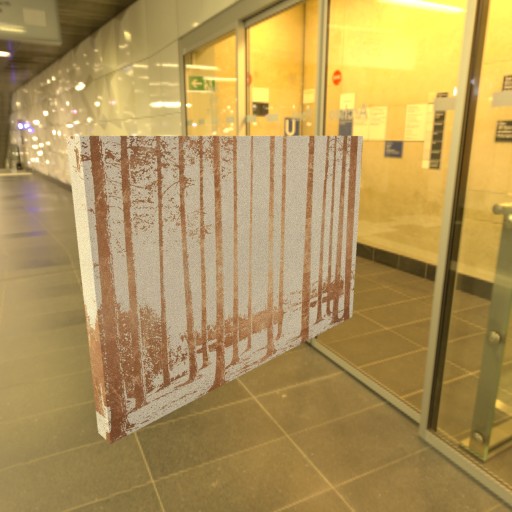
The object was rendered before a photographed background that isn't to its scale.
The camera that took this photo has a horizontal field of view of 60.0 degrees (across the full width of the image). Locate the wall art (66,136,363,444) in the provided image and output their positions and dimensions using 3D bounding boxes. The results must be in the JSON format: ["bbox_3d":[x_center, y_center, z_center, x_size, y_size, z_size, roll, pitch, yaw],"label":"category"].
[{"bbox_3d":[0.000,0.000,0.774,0.035,0.405,0.609,14,21,42],"label":"wall art"}]
